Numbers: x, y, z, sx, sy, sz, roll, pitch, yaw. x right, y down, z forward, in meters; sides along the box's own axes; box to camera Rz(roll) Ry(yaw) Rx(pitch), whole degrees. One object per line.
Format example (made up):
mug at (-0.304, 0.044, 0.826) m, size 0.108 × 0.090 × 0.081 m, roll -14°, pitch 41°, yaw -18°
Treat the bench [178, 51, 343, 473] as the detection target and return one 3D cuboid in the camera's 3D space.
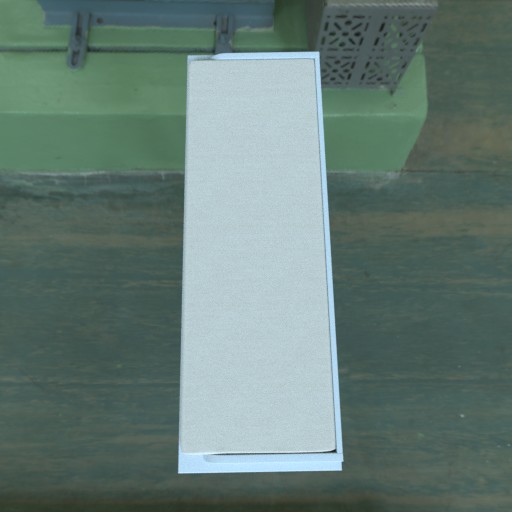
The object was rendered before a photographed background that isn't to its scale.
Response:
bench at (0.000, 0.000, 1.415) m, size 0.402 × 0.486 × 1.185 m, roll -1°, pitch 76°, yaw 0°
